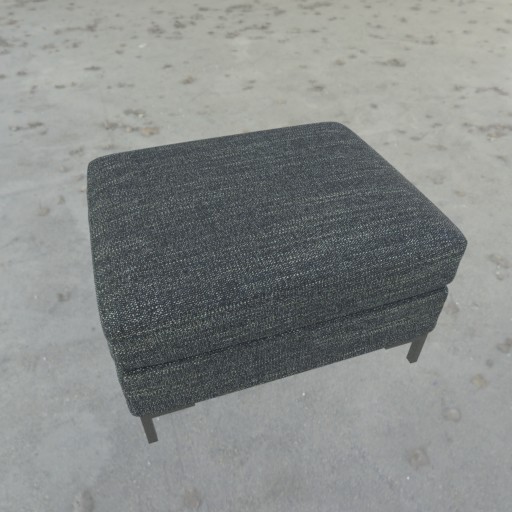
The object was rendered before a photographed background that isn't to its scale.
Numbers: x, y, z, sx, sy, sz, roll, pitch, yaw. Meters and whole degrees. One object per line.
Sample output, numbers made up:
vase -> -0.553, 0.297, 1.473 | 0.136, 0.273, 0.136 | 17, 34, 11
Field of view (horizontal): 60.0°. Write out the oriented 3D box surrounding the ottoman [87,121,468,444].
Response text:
ottoman -> 0.000, 0.000, 1.235 | 0.814, 0.491, 0.667 | -12, 43, -14
